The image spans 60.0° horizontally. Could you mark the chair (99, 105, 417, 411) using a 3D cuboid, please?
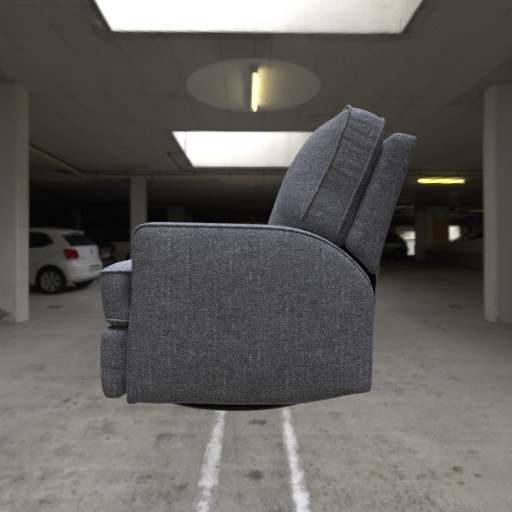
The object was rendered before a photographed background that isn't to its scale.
[{"bbox_3d":[0.000,0.000,1.691,0.964,0.962,0.861,0,-1,-1],"label":"chair"}]
